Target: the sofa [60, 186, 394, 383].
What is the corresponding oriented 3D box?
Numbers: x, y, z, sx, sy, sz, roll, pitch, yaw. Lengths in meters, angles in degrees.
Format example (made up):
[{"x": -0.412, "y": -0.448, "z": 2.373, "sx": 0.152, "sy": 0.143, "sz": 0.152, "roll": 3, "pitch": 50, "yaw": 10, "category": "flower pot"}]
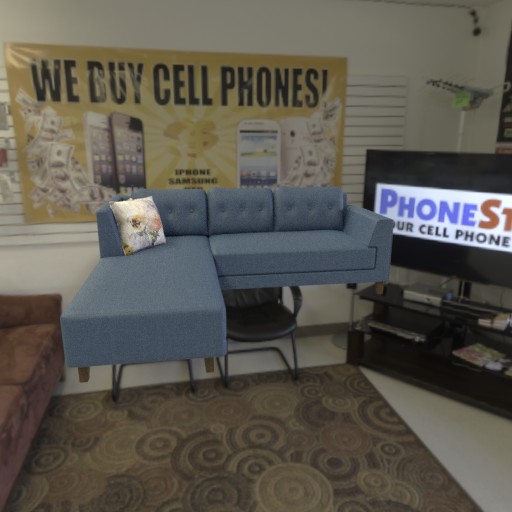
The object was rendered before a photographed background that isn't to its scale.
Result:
[{"x": 0.000, "y": 0.000, "z": 3.053, "sx": 2.120, "sy": 0.787, "sz": 1.829, "roll": -2, "pitch": 15, "yaw": -9, "category": "sofa"}]
